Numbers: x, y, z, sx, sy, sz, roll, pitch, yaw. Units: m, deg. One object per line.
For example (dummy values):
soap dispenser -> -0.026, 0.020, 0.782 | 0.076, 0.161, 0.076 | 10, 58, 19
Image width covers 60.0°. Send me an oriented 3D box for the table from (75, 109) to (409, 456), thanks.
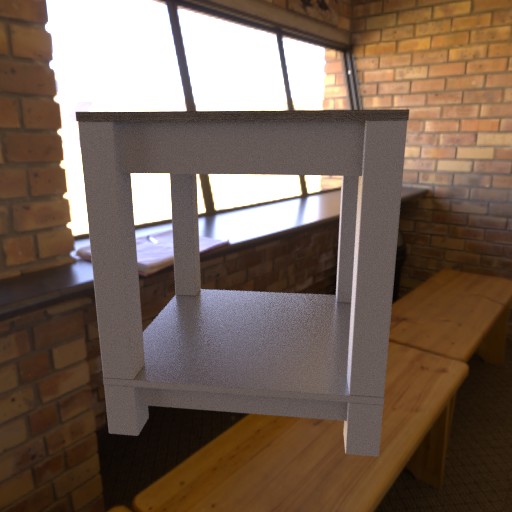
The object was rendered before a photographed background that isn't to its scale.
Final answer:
table -> 0.000, 0.000, 0.982 | 0.506, 0.587, 0.504 | 2, 15, 7
